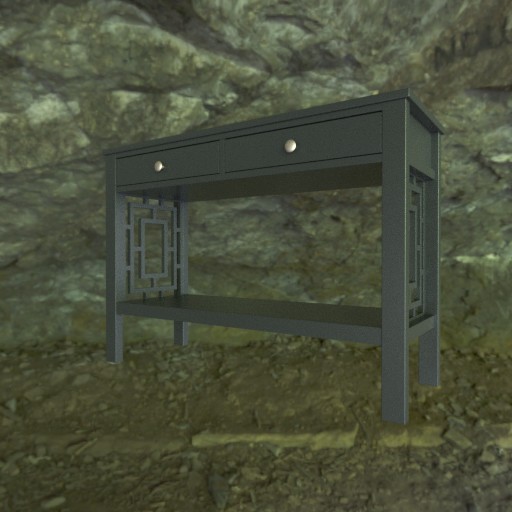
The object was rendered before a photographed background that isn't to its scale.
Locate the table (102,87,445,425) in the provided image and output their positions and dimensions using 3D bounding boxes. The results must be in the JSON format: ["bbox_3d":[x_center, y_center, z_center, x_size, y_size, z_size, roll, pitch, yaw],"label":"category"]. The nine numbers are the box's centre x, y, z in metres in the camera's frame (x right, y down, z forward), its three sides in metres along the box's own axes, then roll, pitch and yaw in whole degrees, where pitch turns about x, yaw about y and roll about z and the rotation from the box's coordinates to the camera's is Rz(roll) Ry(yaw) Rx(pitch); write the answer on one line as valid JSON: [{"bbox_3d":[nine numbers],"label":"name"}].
[{"bbox_3d":[0.000,0.000,1.436,1.068,0.753,0.397,0,1,34],"label":"table"}]
